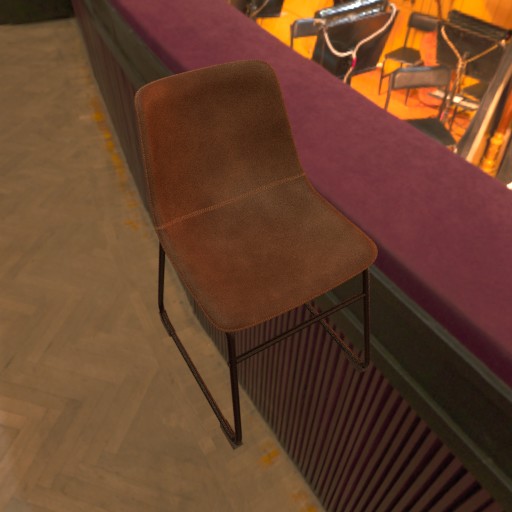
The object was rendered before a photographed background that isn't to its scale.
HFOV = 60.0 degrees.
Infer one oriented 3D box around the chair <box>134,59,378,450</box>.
[{"bbox_3d":[0.000,0.000,1.143,0.460,0.780,0.551,-23,50,-21],"label":"chair"}]
